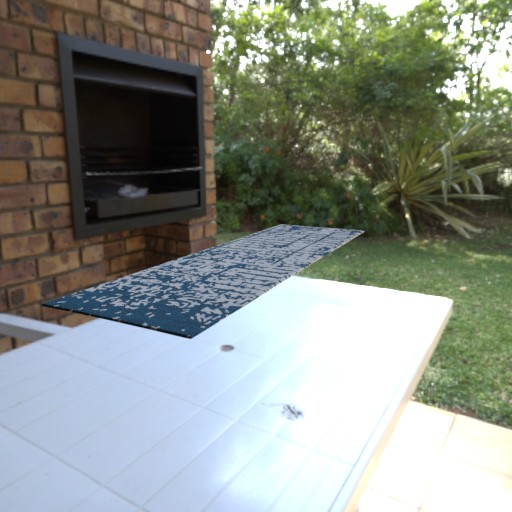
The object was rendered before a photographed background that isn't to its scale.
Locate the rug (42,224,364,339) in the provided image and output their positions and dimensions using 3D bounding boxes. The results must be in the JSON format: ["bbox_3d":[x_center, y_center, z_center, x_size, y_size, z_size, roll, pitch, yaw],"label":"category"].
[{"bbox_3d":[0.000,0.000,2.720,0.750,0.011,2.435,6,14,26],"label":"rug"}]
